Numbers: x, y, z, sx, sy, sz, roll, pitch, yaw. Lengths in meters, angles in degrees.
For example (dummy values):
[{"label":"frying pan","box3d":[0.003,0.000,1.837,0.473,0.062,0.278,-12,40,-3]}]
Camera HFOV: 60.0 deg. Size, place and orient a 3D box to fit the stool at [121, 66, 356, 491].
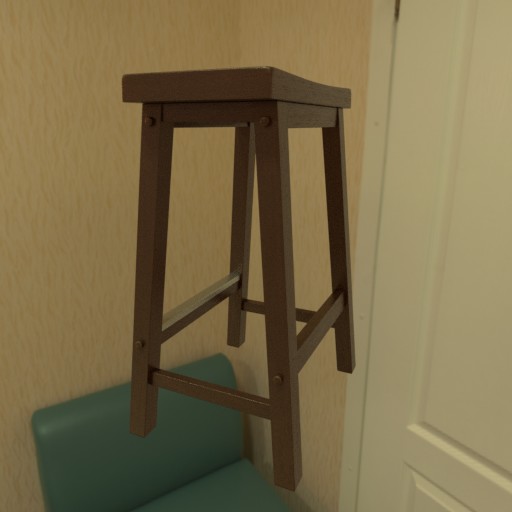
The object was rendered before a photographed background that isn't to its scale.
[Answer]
[{"label":"stool","box3d":[0.000,0.000,0.834,0.322,0.610,0.406,8,18,24]}]
